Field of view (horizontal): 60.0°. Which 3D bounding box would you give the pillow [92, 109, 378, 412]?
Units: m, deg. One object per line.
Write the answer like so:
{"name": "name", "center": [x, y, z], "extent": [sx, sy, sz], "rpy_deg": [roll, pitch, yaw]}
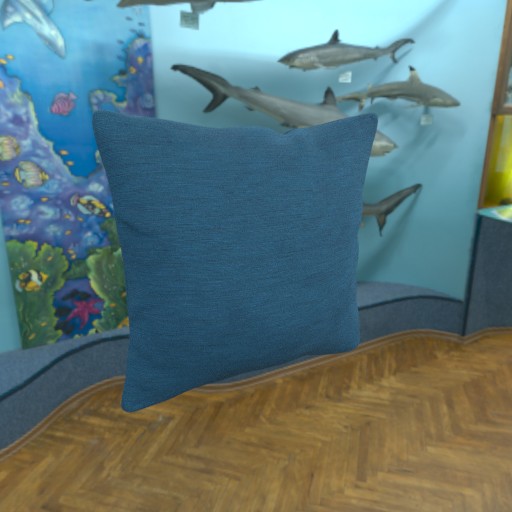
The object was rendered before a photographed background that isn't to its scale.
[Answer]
{"name": "pillow", "center": [0.000, 0.000, 0.675], "extent": [0.437, 0.420, 0.177], "rpy_deg": [-8, 19, -26]}
